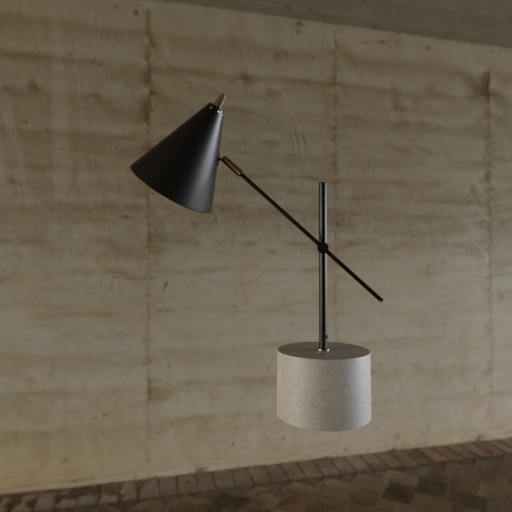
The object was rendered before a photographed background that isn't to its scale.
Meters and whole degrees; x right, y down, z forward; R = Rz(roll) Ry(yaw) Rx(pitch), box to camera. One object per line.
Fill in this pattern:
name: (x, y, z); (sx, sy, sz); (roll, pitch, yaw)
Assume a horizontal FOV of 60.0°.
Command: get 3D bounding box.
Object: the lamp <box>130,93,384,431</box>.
lamp: (0.000, 0.000, 0.735); (0.403, 0.518, 0.214); (0, -1, 19)
